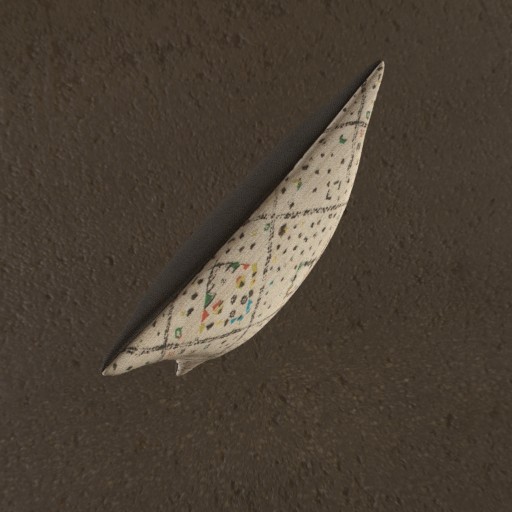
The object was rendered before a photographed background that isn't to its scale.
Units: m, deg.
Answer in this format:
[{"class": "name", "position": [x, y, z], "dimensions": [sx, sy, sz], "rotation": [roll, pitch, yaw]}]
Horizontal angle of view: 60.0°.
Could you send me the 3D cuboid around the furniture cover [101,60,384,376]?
[{"class": "furniture cover", "position": [0.000, 0.000, 0.765], "dimensions": [0.180, 0.498, 0.525], "rotation": [39, 79, 9]}]
